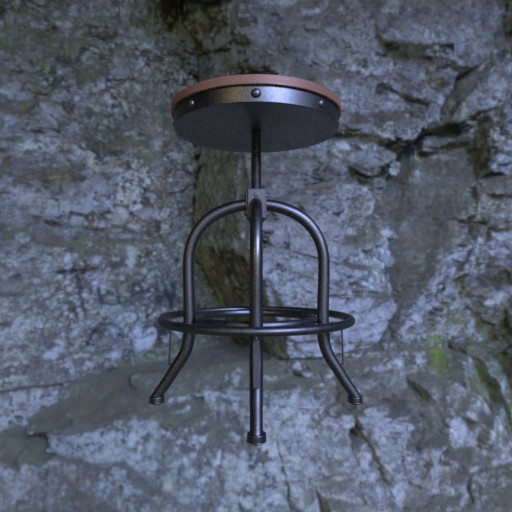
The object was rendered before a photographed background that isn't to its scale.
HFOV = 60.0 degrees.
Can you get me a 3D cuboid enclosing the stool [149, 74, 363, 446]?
[{"bbox_3d":[0.000,0.000,0.918,0.439,0.609,0.439,0,-1,0],"label":"stool"}]
